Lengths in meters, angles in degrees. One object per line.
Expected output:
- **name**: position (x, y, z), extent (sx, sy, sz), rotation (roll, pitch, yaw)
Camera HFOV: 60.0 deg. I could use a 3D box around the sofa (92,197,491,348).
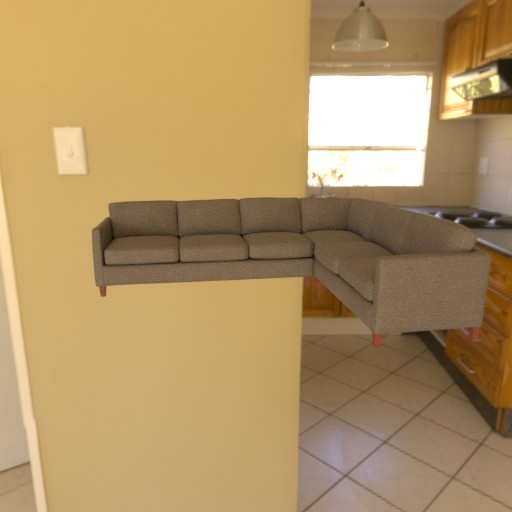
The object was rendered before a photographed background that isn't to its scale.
- **sofa**: position (0.000, 0.000, 4.413), extent (3.302, 0.947, 2.593), rotation (-2, 14, -9)
